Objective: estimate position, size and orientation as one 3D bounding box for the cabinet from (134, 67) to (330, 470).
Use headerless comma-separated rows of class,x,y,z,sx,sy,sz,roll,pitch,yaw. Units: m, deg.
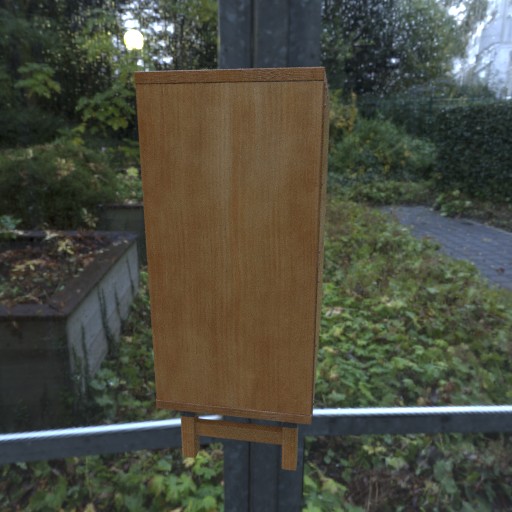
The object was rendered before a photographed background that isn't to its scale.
cabinet,0.000,0.000,1.411,0.419,1.001,0.800,3,16,9
